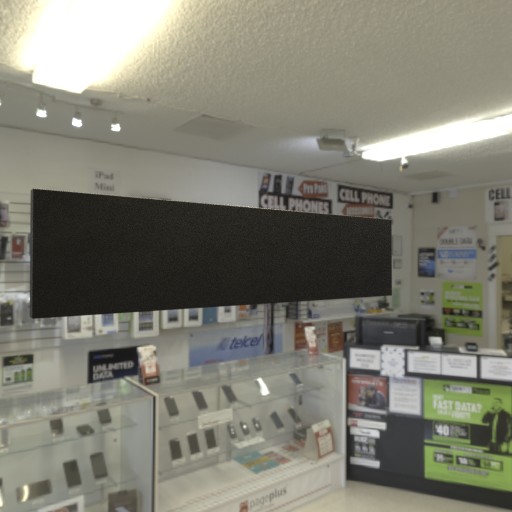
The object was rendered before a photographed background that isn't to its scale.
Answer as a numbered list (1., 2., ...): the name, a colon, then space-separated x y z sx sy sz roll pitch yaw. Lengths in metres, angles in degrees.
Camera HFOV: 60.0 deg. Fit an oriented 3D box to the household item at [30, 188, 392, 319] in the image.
1. household item: 0.000 0.000 1.097 1.001 0.236 0.030 1 -1 -35
